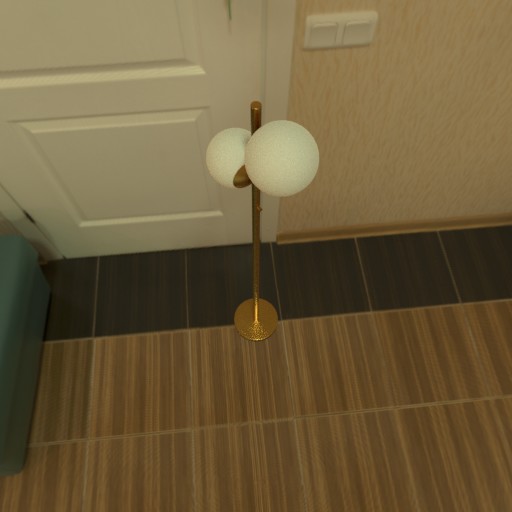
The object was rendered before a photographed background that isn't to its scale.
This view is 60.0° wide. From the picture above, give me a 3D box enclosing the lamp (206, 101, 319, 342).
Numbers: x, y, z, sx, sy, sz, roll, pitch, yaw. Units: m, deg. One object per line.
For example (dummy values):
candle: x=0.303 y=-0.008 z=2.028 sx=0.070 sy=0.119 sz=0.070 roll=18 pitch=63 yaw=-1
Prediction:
lamp: x=0.000 y=0.000 z=1.817 sx=0.249 sy=1.641 sz=0.419 roll=-32 pitch=67 yaw=-15
